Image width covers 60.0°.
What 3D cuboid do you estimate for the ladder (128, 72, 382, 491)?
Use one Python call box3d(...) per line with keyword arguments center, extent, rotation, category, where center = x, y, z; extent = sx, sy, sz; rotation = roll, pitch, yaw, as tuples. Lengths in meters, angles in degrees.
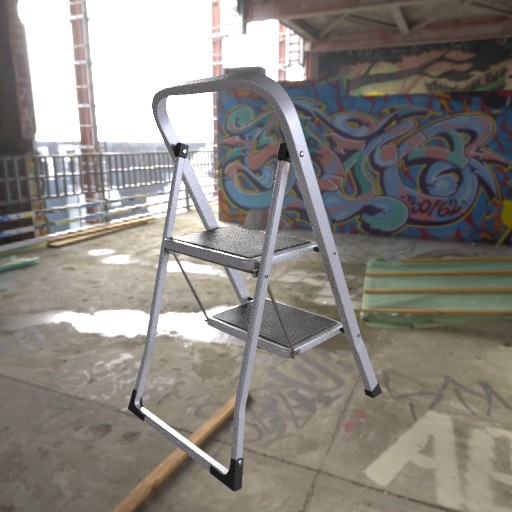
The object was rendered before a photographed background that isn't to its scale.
box3d(center=(0.000, 0.000, 1.109), extent=(0.460, 0.810, 0.544), rotation=(14, 20, 42), category="ladder")
